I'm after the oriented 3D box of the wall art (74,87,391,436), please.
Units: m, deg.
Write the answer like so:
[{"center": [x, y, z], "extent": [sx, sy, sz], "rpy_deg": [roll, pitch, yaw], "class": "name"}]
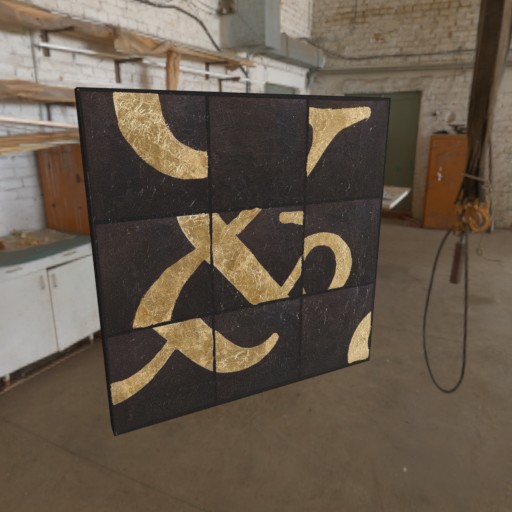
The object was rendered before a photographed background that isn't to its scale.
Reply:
[{"center": [0.000, 0.000, 1.101], "extent": [0.758, 0.758, 0.044], "rpy_deg": [-8, 18, -26], "class": "wall art"}]
